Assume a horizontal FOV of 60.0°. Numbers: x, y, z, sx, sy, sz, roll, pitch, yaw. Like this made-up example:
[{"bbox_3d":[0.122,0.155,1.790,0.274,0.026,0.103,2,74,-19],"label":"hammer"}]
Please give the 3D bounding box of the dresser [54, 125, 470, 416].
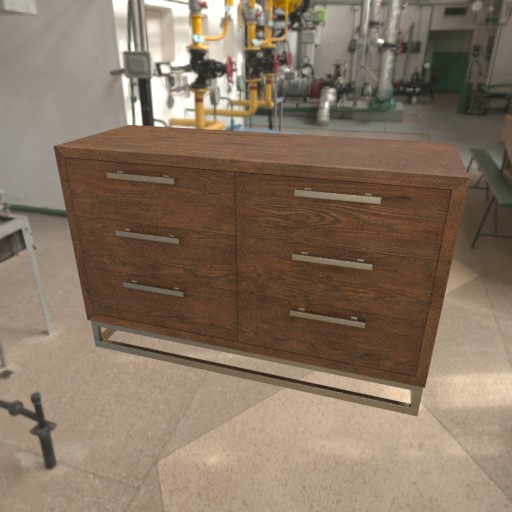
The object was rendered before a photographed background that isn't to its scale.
[{"bbox_3d":[0.000,0.000,2.144,1.646,1.061,0.623,8,27,16],"label":"dresser"}]
